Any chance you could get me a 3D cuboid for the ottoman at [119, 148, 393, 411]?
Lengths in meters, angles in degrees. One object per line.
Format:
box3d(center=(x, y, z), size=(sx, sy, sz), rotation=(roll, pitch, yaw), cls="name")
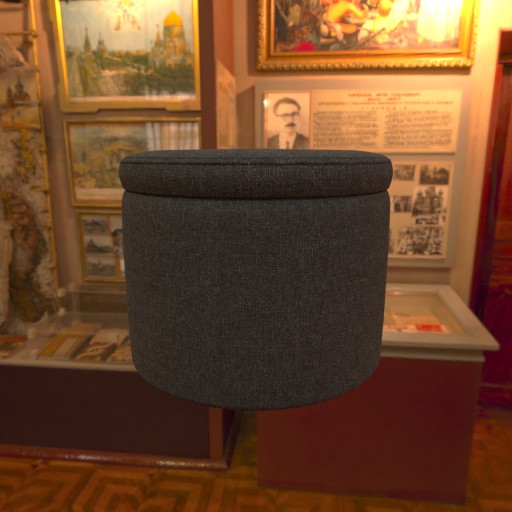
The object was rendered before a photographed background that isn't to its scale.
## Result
box3d(center=(0.000, 0.000, 0.912), size=(0.520, 0.430, 0.520), rotation=(0, 13, 0), cls="ottoman")
